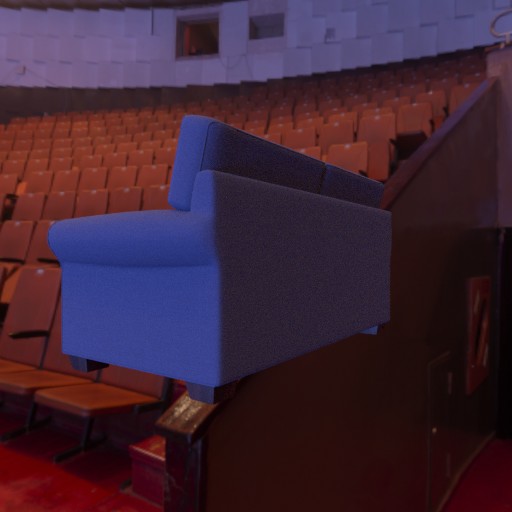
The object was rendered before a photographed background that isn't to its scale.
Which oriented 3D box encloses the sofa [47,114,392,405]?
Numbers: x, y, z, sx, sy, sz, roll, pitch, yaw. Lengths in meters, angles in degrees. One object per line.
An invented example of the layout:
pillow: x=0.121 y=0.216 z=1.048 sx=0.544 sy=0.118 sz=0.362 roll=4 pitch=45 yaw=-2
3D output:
sofa: x=0.000 y=0.000 z=2.477 sx=0.940 sy=1.020 sz=1.930 roll=0 pitch=0 yaw=35
